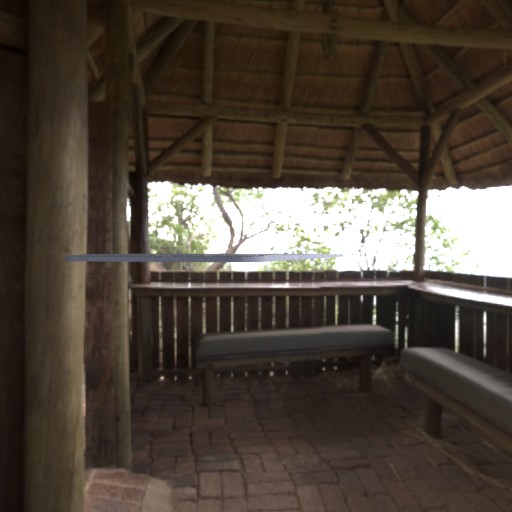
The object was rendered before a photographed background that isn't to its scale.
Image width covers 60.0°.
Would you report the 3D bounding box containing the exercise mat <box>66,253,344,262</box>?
[{"bbox_3d":[0.000,0.000,2.096,0.616,0.021,1.884,0,0,18],"label":"exercise mat"}]
